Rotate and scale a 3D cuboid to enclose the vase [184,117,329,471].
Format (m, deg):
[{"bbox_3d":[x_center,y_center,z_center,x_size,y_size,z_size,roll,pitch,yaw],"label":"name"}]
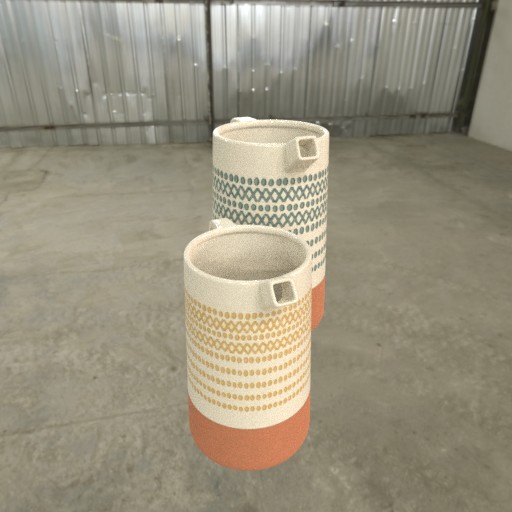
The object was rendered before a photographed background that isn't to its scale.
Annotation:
[{"bbox_3d":[0.000,0.000,0.462,0.168,0.247,0.326,9,29,16],"label":"vase"}]
